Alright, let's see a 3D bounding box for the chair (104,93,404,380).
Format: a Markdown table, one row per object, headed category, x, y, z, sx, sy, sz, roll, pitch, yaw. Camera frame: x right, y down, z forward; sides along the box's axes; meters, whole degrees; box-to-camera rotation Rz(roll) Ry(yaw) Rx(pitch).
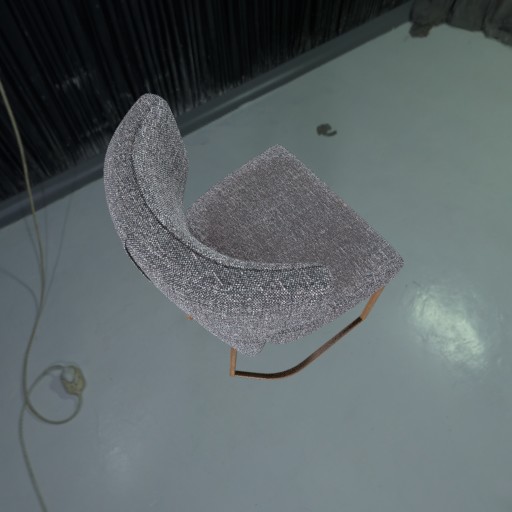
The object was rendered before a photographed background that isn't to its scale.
| category | x | y | z | sx | sy | sz | roll | pitch | yaw |
| --- | --- | --- | --- | --- | --- | --- | --- | --- | --- |
| chair | 0.000 | 0.000 | 1.227 | 0.617 | 0.824 | 0.611 | -34 | 66 | -17 |
